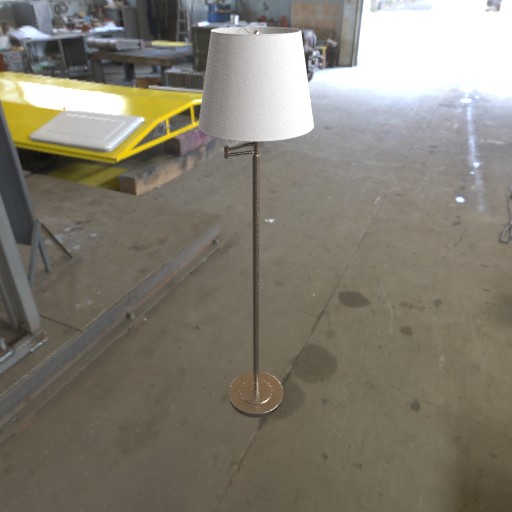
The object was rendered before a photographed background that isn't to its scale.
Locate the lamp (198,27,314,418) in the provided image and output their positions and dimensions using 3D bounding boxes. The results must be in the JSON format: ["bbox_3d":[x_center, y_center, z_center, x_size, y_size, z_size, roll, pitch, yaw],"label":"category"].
[{"bbox_3d":[0.000,0.000,1.618,0.355,1.473,0.355,0,31,0],"label":"lamp"}]
